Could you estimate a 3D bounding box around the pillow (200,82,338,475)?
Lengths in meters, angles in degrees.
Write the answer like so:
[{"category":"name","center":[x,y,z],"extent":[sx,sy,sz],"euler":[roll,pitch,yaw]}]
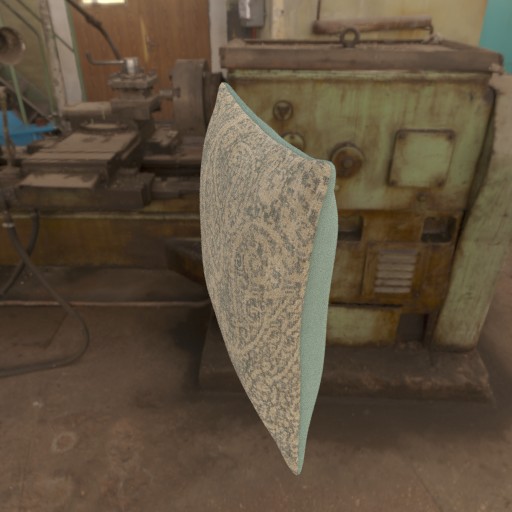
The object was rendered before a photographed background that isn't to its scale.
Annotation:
[{"category":"pillow","center":[0.000,0.000,0.789],"extent":[0.166,0.507,0.526],"euler":[-8,31,-13]}]
